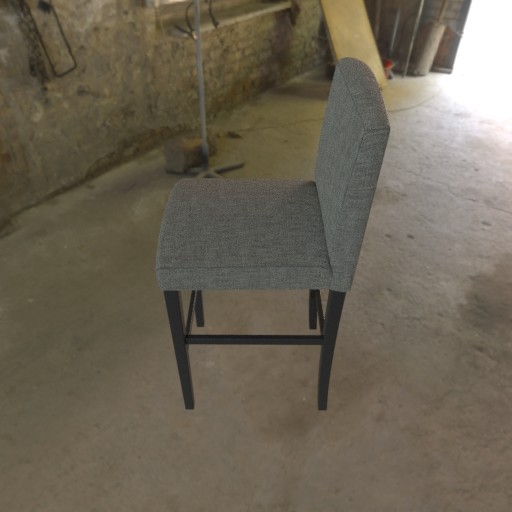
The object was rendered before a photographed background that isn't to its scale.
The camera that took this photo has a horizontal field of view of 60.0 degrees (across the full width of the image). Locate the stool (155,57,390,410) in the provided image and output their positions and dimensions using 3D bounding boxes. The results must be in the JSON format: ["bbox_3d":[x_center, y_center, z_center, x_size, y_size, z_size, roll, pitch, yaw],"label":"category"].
[{"bbox_3d":[0.000,0.000,1.402,0.552,1.138,0.451,0,41,0],"label":"stool"}]
